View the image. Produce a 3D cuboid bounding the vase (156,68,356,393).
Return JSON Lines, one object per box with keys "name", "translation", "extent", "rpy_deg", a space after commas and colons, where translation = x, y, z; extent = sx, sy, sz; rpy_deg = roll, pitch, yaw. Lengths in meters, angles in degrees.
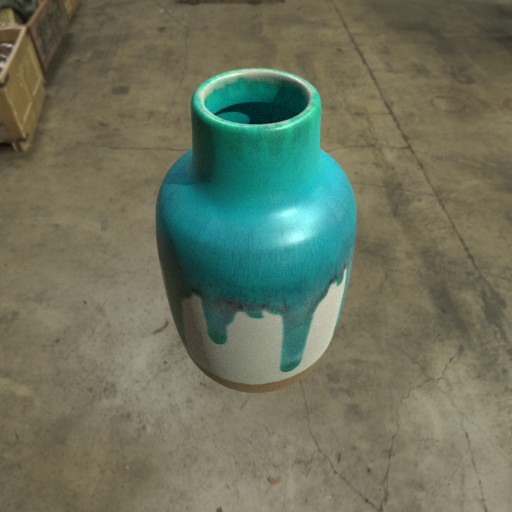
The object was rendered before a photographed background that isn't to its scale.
{"name": "vase", "translation": [0.000, 0.000, 0.250], "extent": [0.106, 0.192, 0.106], "rpy_deg": [0, 47, 0]}
